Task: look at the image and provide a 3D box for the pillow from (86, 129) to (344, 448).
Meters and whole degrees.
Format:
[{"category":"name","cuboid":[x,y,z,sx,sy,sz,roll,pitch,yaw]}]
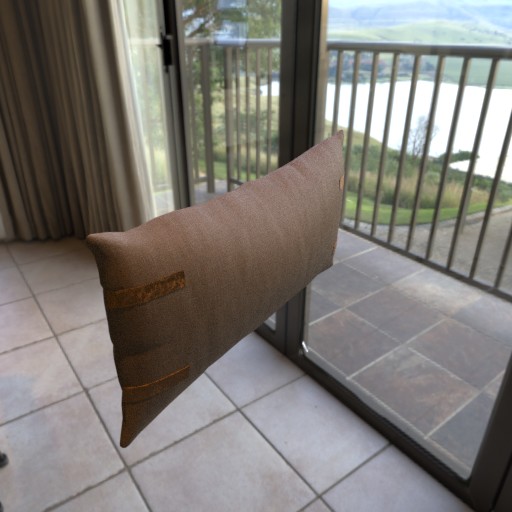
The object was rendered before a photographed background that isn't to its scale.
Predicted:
[{"category":"pillow","cuboid":[0.000,0.000,0.730,0.148,0.308,0.612,18,32,31]}]
